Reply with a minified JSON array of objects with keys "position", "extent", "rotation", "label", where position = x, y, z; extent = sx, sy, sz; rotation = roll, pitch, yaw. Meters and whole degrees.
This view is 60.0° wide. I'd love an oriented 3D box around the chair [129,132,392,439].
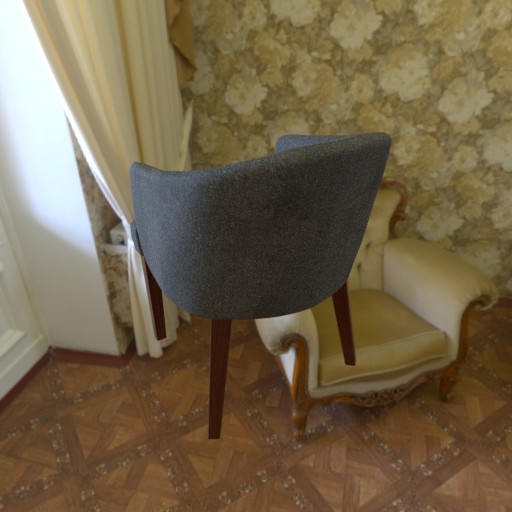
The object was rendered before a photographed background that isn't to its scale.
[{"position":[0.000,0.000,1.283],"extent":[0.583,0.811,0.655],"rotation":[-18,35,-28],"label":"chair"}]
